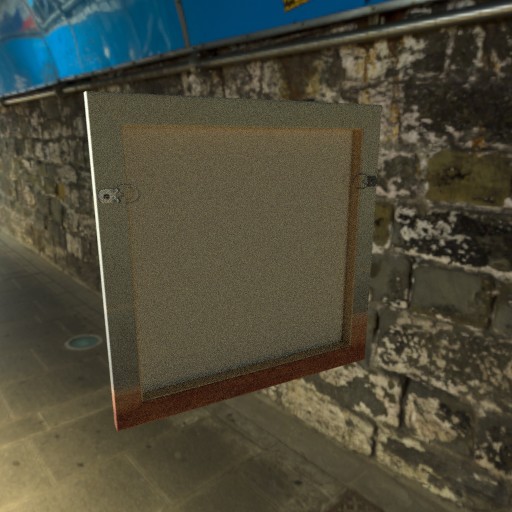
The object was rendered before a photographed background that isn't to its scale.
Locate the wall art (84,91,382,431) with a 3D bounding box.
[{"bbox_3d":[0.000,0.000,0.906,0.605,0.605,0.034,-8,17,-27],"label":"wall art"}]
